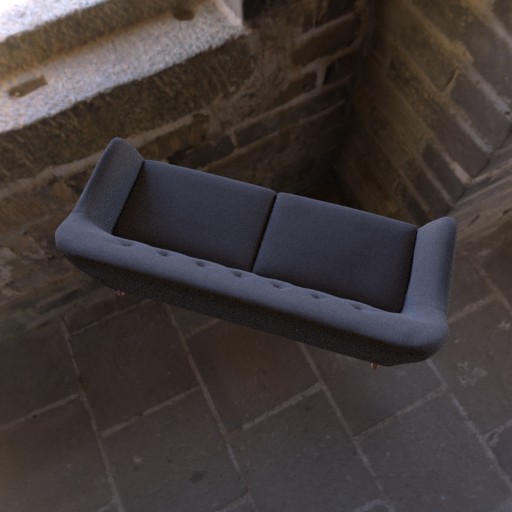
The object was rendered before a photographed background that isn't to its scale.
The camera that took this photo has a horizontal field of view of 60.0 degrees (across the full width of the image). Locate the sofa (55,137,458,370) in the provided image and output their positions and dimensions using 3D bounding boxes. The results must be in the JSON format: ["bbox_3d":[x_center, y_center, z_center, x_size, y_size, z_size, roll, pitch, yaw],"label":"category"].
[{"bbox_3d":[0.000,0.000,2.244,1.840,0.820,0.820,15,65,7],"label":"sofa"}]
